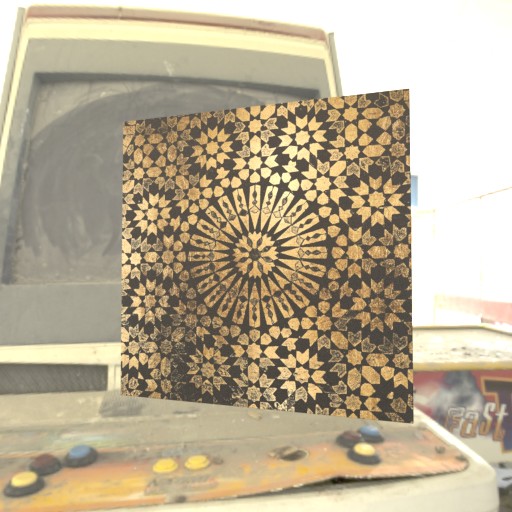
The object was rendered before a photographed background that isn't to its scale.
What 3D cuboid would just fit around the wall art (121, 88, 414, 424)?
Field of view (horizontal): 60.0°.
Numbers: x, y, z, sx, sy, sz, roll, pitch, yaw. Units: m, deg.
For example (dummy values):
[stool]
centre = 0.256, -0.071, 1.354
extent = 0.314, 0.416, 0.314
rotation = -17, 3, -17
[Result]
[wall art]
centre = 0.000, 0.000, 0.612
extent = 0.405, 0.405, 0.038
rotation = -1, -2, 18
